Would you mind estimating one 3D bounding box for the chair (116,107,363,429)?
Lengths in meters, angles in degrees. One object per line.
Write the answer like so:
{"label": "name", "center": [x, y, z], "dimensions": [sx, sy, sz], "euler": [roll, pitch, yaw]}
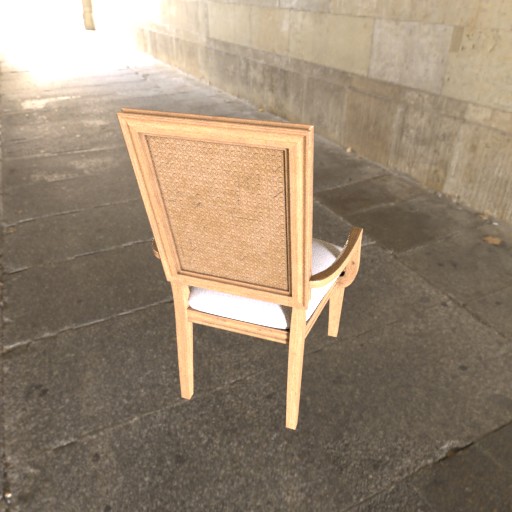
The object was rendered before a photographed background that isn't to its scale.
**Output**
{"label": "chair", "center": [0.000, 0.000, 1.373], "dimensions": [0.606, 0.990, 0.602], "euler": [10, 33, 16]}
